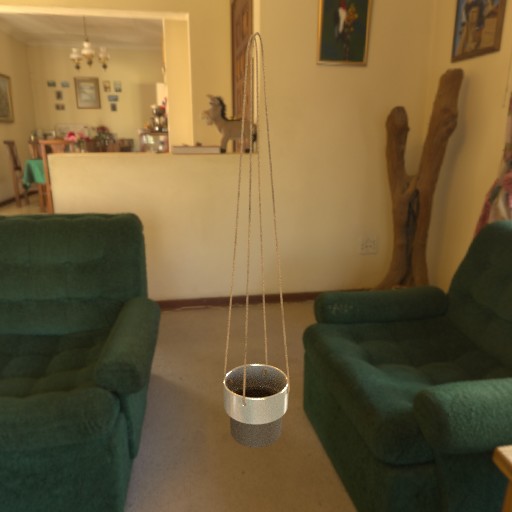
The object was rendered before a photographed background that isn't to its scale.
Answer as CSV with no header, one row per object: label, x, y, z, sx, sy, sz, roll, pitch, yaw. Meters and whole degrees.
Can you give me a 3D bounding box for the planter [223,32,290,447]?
planter,0.000,0.000,1.170,0.187,1.073,0.187,-7,17,-25
